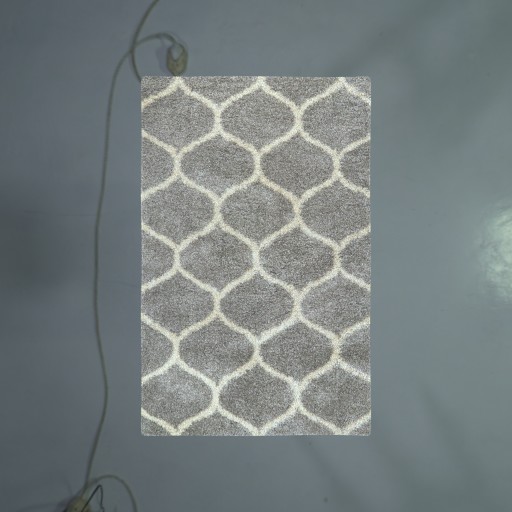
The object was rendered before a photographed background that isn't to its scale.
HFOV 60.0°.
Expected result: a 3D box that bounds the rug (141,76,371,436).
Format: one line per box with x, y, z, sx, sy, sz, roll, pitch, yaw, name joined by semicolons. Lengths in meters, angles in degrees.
0.000;0.000;2.902;1.501;0.025;2.348;0;90;0;rug
